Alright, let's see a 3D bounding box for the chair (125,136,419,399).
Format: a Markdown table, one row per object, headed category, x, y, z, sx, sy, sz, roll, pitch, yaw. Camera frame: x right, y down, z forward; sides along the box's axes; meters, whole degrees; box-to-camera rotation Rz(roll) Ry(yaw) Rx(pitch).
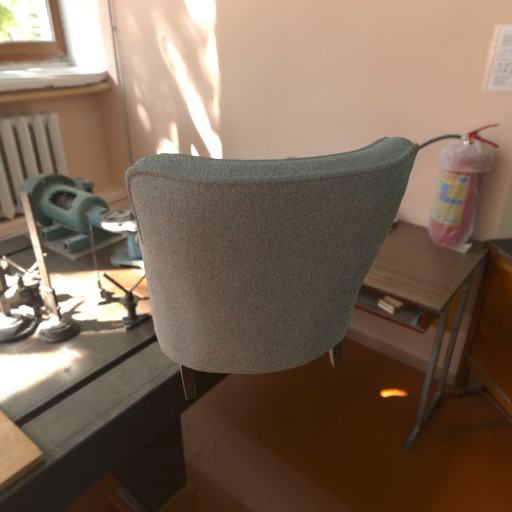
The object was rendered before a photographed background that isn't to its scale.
| category | x | y | z | sx | sy | sz | roll | pitch | yaw |
| --- | --- | --- | --- | --- | --- | --- | --- | --- | --- |
| chair | 0.000 | 0.000 | 1.587 | 0.820 | 0.920 | 0.910 | -8 | 28 | -15 |
